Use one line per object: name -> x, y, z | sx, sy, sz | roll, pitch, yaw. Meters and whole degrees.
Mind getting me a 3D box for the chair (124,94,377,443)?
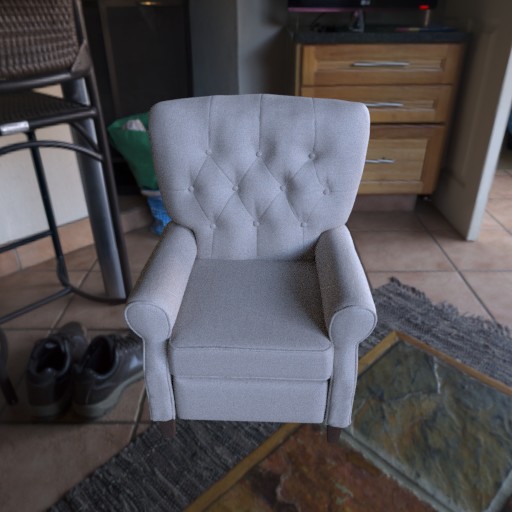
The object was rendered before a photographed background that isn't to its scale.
chair -> 0.000, 0.000, 1.902 | 0.942, 1.209, 1.025 | 1, 29, 2
